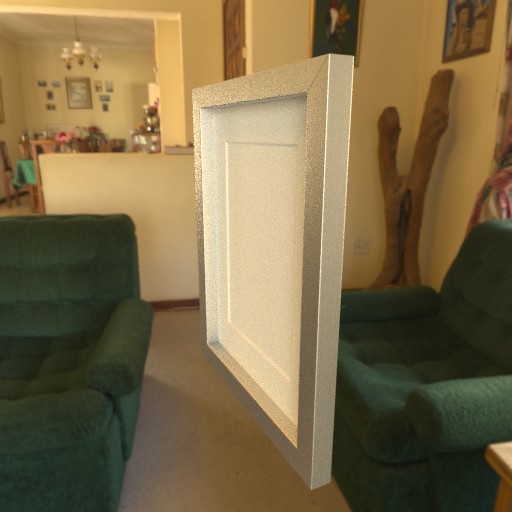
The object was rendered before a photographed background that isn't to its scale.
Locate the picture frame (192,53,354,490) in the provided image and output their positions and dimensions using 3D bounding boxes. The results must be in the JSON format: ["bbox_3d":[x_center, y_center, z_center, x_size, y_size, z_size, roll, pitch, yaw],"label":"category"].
[{"bbox_3d":[0.000,0.000,0.513,0.036,0.386,0.307,-8,17,-26],"label":"picture frame"}]
